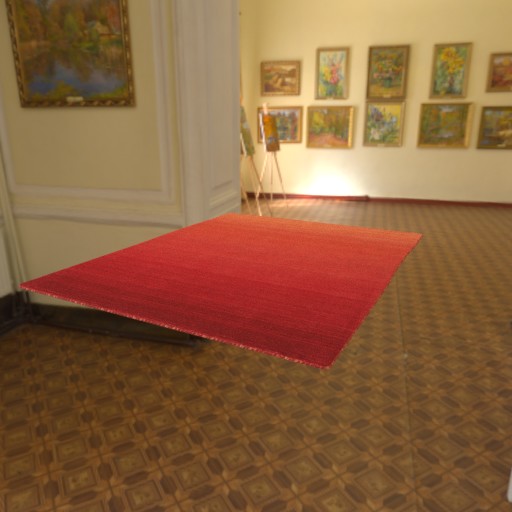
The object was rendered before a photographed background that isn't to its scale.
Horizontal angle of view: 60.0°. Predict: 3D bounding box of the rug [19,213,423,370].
[{"bbox_3d":[0.000,0.000,3.853,2.340,0.028,2.905,9,19,27],"label":"rug"}]
